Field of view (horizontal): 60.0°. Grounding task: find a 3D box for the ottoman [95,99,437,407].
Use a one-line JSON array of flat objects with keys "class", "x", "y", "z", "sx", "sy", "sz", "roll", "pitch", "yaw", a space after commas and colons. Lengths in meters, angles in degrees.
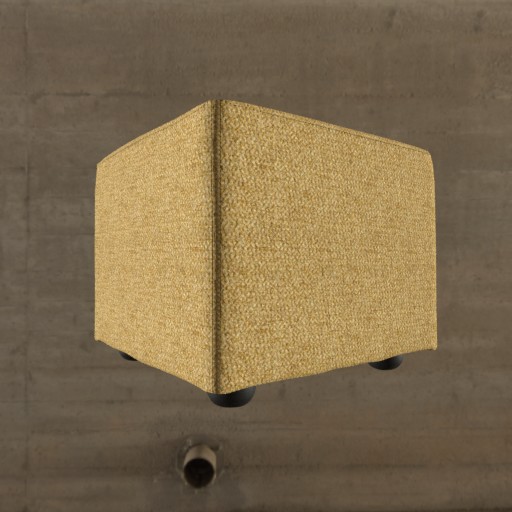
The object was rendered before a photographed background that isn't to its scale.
[{"class": "ottoman", "x": 0.000, "y": 0.000, "z": 0.899, "sx": 0.512, "sy": 0.441, "sz": 0.505, "roll": 0, "pitch": 0, "yaw": -37}]
